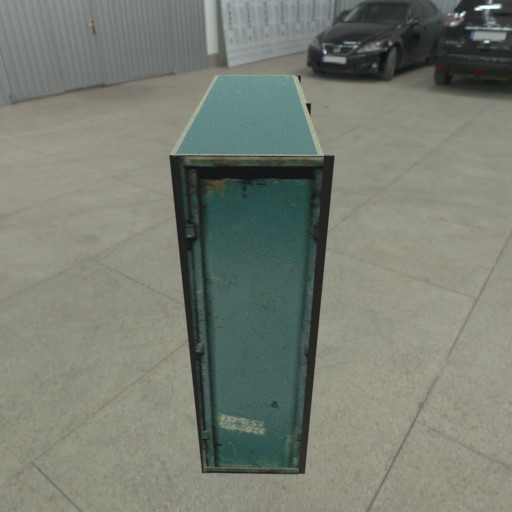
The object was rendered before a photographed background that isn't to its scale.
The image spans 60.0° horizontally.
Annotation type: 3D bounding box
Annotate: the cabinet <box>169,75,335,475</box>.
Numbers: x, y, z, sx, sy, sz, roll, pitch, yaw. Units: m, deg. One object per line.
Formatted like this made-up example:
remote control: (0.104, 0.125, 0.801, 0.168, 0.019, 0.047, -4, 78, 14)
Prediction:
cabinet: (0.000, 0.000, 3.230, 0.680, 2.160, 2.000, 1, 31, 1)
